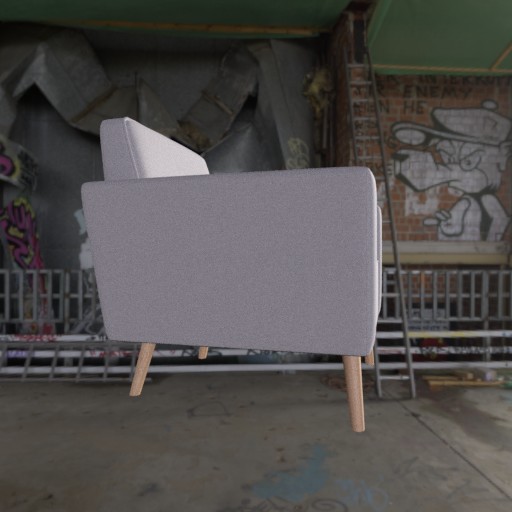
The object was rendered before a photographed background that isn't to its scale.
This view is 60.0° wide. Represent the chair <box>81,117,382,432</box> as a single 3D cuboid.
[{"bbox_3d":[0.000,0.000,1.394,0.750,0.780,0.780,0,0,17],"label":"chair"}]
